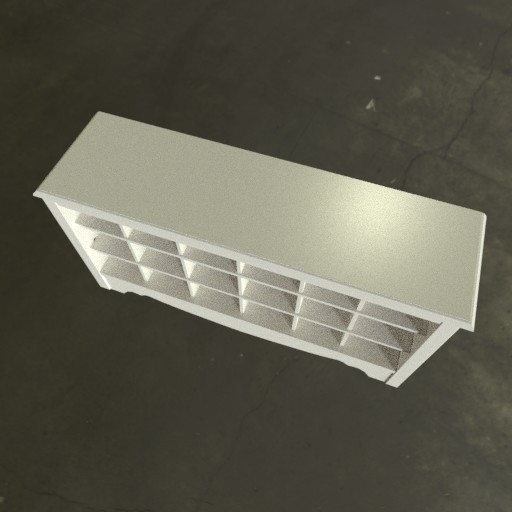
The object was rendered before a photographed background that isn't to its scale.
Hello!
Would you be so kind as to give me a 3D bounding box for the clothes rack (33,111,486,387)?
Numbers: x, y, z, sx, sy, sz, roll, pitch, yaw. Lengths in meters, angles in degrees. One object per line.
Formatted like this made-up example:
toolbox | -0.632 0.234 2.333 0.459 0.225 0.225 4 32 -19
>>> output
clothes rack | 0.000 0.000 1.353 1.120 0.531 0.324 17 61 10
